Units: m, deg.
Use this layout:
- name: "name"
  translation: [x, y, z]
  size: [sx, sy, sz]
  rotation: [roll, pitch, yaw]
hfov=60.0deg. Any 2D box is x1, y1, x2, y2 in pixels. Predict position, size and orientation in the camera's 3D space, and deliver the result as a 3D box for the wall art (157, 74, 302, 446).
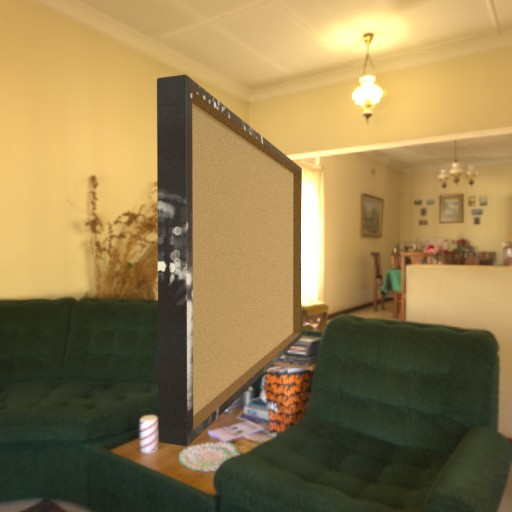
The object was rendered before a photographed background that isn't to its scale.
- name: "wall art"
  translation: [0.000, 0.000, 0.777]
  size: [0.037, 0.406, 0.609]
  rotation: [0, 1, 18]
